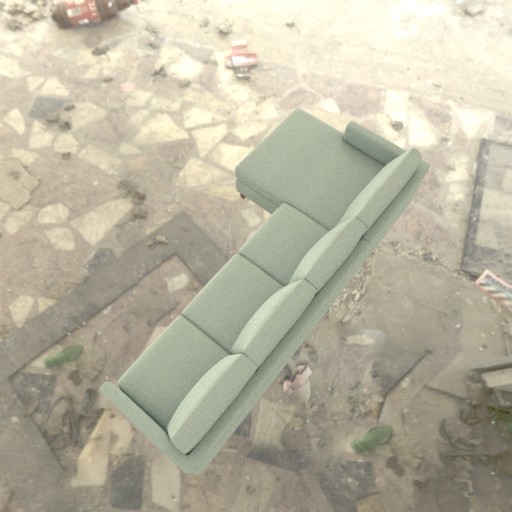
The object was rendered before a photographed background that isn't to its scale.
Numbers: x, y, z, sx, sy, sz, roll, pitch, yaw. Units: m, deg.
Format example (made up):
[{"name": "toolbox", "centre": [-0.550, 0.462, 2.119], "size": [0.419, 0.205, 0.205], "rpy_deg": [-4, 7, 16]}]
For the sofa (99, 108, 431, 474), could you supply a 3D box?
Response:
[{"name": "sofa", "centre": [0.000, 0.000, 4.115], "size": [1.600, 0.953, 3.470], "rpy_deg": [36, 68, 16]}]
